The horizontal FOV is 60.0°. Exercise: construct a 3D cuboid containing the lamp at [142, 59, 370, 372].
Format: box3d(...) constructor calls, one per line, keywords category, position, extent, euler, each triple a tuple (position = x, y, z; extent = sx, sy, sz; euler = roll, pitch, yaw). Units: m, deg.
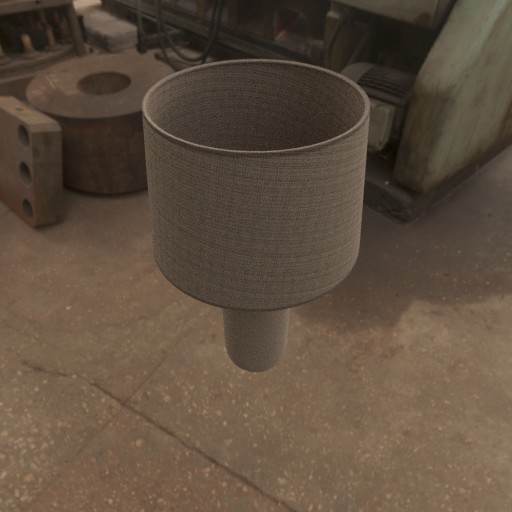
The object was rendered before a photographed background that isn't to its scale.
box3d(category="lamp", position=(0.000, 0.000, 0.834), extent=(0.367, 0.609, 0.367), euler=(0, 42, 0))
